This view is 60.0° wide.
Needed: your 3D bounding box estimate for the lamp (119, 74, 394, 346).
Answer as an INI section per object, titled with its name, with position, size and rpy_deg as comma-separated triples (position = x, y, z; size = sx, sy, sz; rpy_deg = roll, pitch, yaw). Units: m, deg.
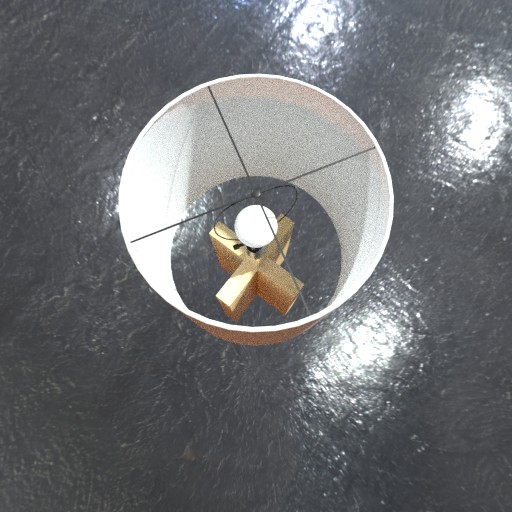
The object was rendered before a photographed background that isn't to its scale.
[lamp]
position = 0.000, 0.000, 0.574
size = 0.229, 0.428, 0.229
rpy_deg = 37, 79, 9
